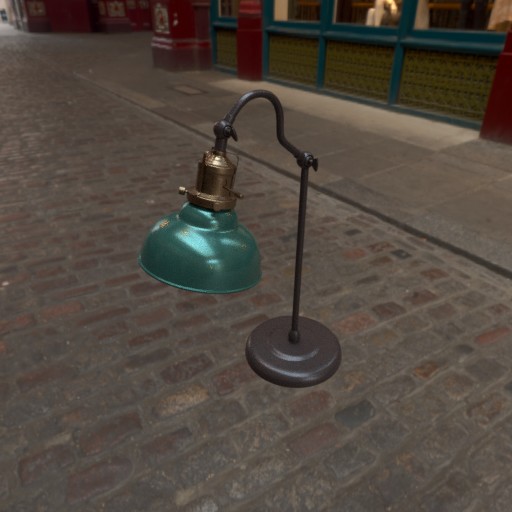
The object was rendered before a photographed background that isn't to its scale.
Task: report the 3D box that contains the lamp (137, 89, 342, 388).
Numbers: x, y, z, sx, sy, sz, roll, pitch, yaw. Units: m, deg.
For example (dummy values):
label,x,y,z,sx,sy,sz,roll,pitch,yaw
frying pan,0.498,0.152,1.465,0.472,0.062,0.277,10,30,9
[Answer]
label,x,y,z,sx,sy,sz,roll,pitch,yaw
lamp,0.000,0.000,0.712,0.374,0.508,0.192,-20,36,-30
